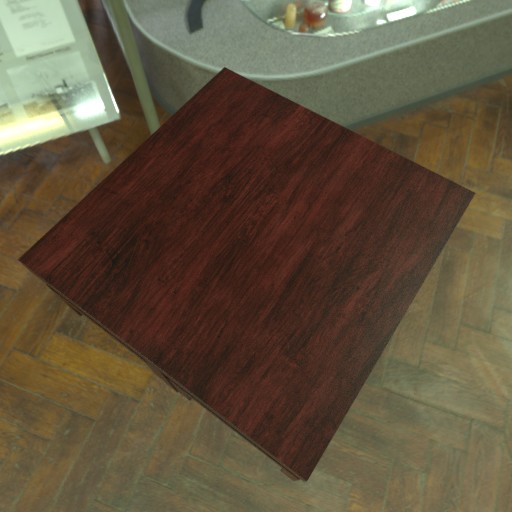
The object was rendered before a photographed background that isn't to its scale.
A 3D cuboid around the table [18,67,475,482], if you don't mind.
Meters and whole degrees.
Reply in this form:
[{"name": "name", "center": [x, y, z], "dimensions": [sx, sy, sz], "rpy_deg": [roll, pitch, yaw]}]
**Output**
[{"name": "table", "center": [0.000, 0.000, 1.326], "dimensions": [0.865, 0.356, 0.865], "rpy_deg": [32, 67, 15]}]
